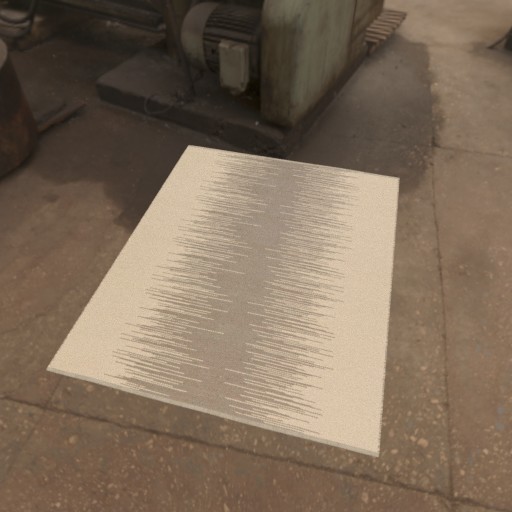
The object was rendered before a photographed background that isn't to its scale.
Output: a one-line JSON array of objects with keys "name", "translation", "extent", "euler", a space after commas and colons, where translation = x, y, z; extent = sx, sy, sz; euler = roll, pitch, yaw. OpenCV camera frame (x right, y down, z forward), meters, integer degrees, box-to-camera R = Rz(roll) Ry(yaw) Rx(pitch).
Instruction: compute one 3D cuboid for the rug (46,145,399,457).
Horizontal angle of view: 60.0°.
[{"name": "rug", "translation": [0.000, 0.000, 4.078], "extent": [2.453, 0.010, 3.037], "euler": [11, 49, 10]}]
